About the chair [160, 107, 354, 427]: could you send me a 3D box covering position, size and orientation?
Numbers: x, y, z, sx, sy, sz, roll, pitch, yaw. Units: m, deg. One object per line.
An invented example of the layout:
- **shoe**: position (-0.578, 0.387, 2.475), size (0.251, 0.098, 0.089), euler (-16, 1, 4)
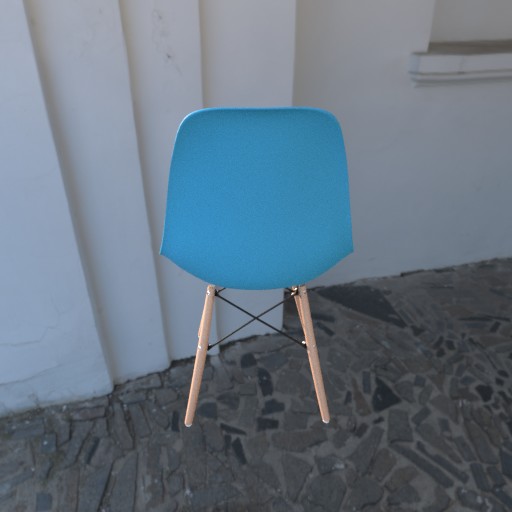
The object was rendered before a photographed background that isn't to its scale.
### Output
- **chair**: position (0.000, 0.000, 1.118), size (0.470, 0.826, 0.531), euler (-1, 29, -1)
